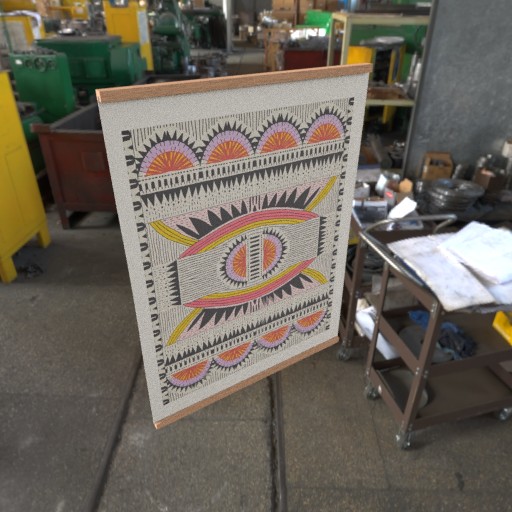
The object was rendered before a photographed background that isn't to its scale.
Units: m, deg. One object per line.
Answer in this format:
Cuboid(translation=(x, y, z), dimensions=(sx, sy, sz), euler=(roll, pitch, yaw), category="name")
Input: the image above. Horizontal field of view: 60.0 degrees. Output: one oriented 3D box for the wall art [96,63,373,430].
Cuboid(translation=(0.000, 0.000, 1.328), dimensions=(0.765, 1.016, 0.028), euler=(-18, 35, -28), category="wall art")
